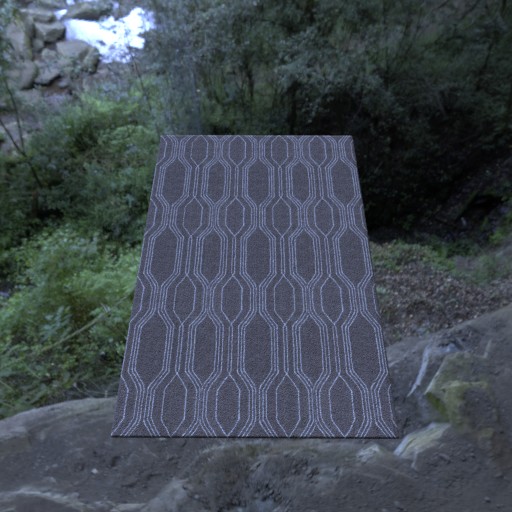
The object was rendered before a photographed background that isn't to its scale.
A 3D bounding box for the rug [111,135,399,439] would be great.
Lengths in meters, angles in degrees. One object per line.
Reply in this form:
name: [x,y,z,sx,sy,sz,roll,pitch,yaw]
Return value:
rug: [0.000,0.000,2.381,1.239,0.012,1.836,0,58,0]
